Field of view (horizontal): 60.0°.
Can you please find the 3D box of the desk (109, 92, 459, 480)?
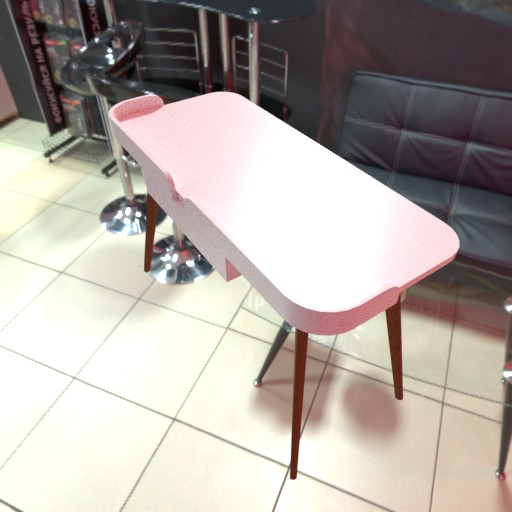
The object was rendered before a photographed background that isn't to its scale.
[{"bbox_3d":[0.000,0.000,1.597,0.534,0.807,1.206,-25,48,-24],"label":"desk"}]
